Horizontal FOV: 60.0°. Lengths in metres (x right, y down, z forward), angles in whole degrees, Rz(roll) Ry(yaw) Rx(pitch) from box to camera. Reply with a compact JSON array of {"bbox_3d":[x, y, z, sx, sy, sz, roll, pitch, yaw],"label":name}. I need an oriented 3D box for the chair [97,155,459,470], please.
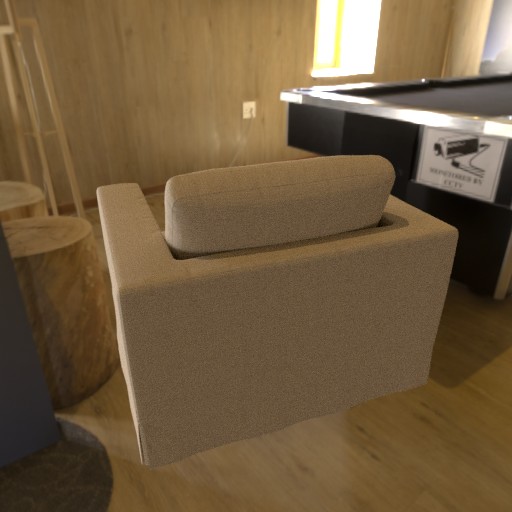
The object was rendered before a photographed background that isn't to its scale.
[{"bbox_3d":[0.000,0.000,1.778,1.150,0.878,0.957,-10,28,-19],"label":"chair"}]
